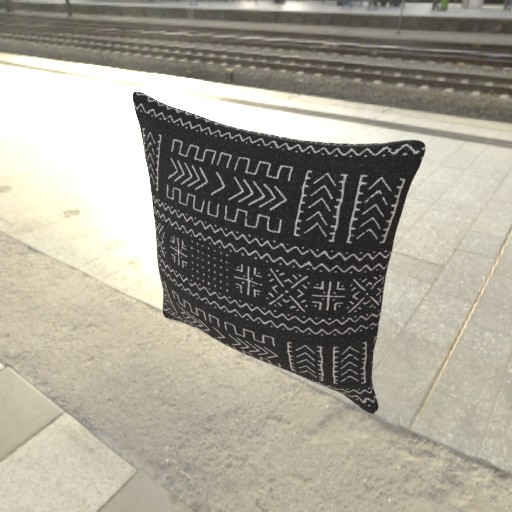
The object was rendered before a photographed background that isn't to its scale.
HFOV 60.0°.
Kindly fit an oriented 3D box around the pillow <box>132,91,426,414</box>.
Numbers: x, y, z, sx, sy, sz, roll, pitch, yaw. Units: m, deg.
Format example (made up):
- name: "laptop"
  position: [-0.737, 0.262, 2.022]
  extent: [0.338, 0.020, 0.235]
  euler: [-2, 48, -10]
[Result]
- name: "pillow"
  position: [0.000, 0.000, 0.668]
  extent: [0.438, 0.430, 0.164]
  euler: [19, 36, 28]
